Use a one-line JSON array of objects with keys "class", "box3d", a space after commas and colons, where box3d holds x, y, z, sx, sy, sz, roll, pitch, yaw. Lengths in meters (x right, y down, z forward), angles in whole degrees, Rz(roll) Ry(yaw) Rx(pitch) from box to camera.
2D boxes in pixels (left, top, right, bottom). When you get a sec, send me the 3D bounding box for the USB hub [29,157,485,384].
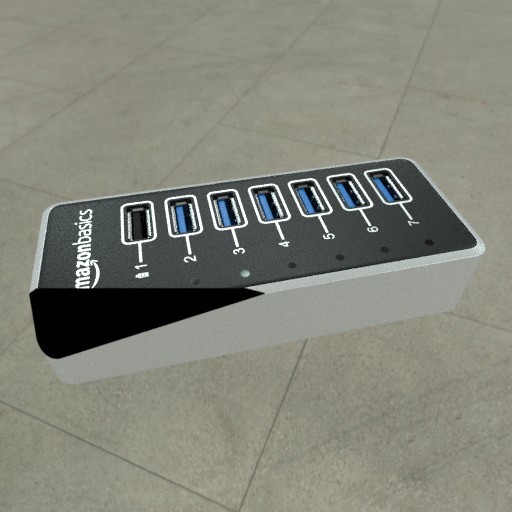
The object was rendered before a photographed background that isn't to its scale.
[{"class": "USB hub", "box3d": [0.000, 0.000, 0.123, 0.110, 0.023, 0.044, -9, 47, -9]}]
